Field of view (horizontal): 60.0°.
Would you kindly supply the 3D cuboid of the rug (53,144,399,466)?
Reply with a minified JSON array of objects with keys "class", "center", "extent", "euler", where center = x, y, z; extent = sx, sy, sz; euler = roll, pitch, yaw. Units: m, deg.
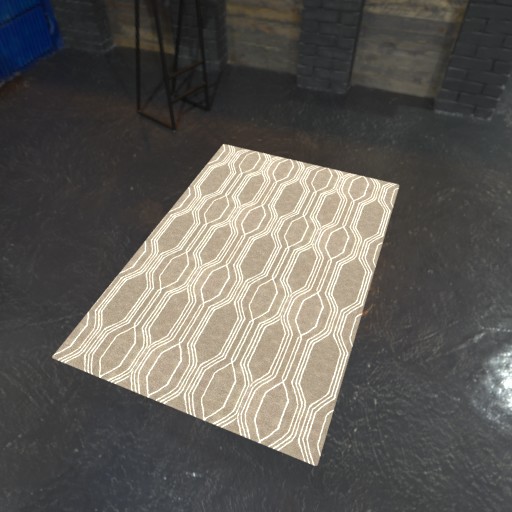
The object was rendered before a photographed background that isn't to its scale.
[{"class":"rug","center":[0.000,0.000,2.410],"extent":[1.239,0.012,1.836],"euler":[16,49,15]}]
